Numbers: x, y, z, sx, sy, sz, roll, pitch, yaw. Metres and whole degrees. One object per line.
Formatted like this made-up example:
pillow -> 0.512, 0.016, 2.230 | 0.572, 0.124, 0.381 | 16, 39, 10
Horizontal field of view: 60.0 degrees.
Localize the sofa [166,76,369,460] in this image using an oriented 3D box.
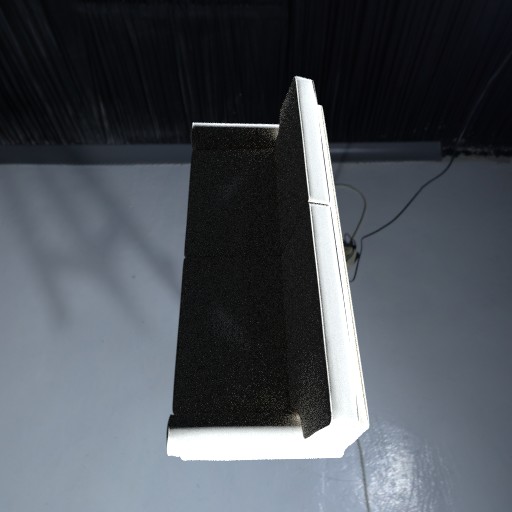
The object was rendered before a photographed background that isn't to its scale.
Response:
sofa -> 0.000, 0.000, 2.445 | 0.862, 0.937, 2.021 | -1, 58, -1
